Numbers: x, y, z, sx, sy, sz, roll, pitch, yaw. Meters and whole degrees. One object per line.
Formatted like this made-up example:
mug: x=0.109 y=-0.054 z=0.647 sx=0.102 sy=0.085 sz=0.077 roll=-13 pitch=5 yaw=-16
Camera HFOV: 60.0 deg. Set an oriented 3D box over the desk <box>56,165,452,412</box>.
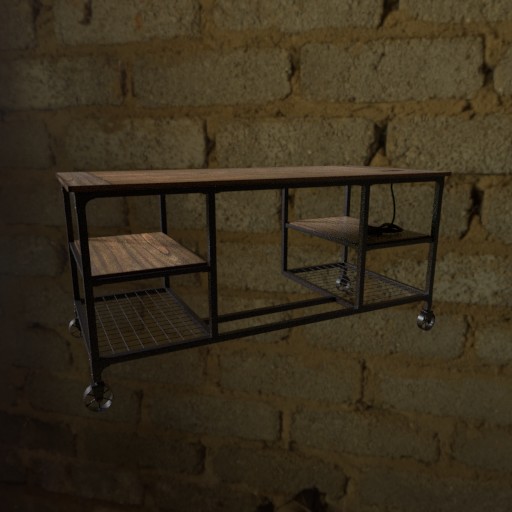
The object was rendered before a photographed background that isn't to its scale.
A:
desk: x=0.000 y=0.000 z=2.007 sx=1.590 sy=0.751 sz=0.711 roll=-7 pitch=16 yaw=-25
